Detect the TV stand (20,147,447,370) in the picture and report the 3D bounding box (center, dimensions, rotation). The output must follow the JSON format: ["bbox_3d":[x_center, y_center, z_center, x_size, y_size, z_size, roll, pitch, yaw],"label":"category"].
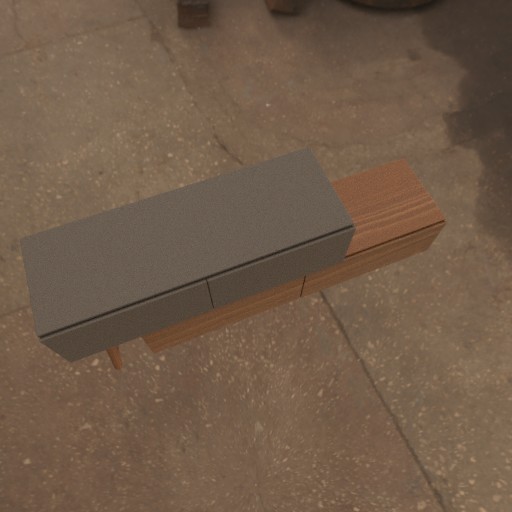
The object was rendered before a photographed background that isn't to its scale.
[{"bbox_3d":[0.000,0.000,1.582,1.336,0.591,0.329,-20,64,-10],"label":"TV stand"}]
